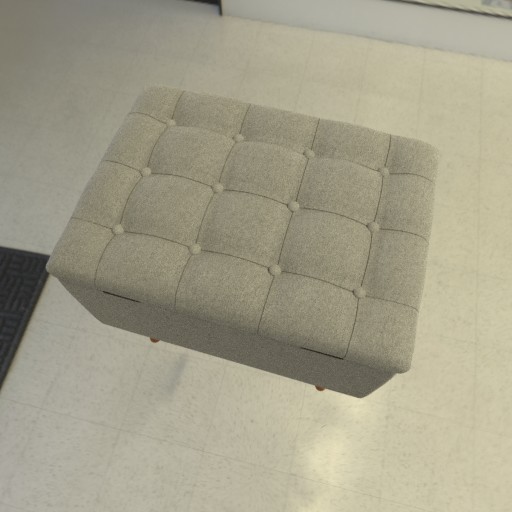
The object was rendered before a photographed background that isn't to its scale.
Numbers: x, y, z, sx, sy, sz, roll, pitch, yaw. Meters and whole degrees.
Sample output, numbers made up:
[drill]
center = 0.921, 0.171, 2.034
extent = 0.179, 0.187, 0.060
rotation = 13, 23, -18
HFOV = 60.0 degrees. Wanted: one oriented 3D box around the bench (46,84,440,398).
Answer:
[bench]
center = 0.000, 0.000, 0.911
extent = 0.572, 0.469, 0.417
rotation = 15, 65, 7
